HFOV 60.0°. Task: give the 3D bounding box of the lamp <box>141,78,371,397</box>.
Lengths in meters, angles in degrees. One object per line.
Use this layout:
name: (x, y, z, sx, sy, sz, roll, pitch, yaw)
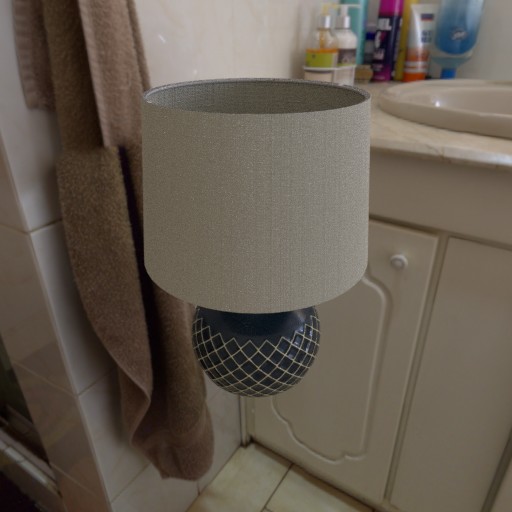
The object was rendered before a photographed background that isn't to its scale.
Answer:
lamp: (0.000, 0.000, 0.770, 0.376, 0.540, 0.376, 0, 29, 0)
